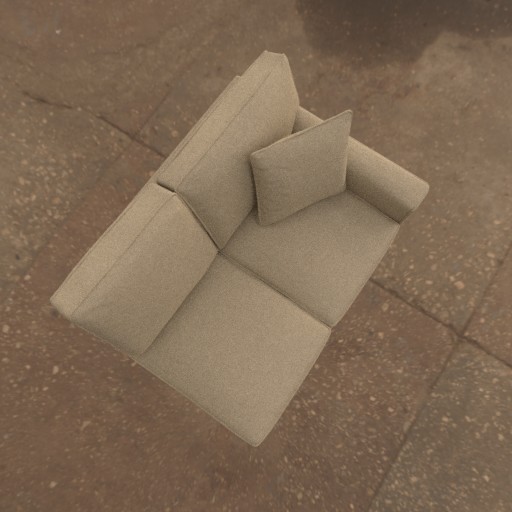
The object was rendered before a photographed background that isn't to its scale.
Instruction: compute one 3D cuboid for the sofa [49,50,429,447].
[{"bbox_3d":[0.000,0.000,2.060,0.991,0.989,1.388,34,78,9],"label":"sofa"}]
